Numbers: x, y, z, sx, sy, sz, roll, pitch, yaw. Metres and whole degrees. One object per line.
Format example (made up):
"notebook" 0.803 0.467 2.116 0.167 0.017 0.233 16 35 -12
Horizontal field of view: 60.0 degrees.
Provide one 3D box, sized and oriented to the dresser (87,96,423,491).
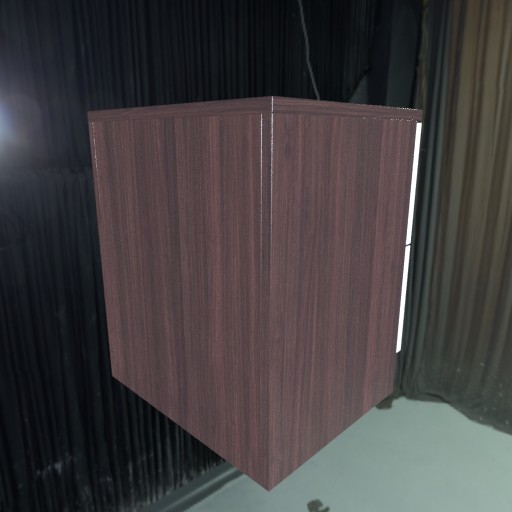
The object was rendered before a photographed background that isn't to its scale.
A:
"dresser" 0.000 0.000 0.755 0.400 0.470 0.360 14 21 43
